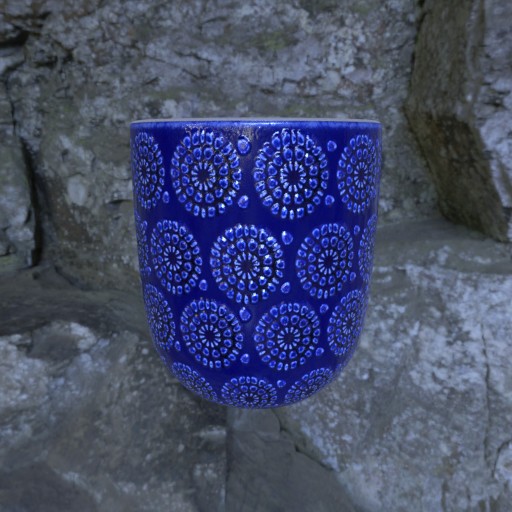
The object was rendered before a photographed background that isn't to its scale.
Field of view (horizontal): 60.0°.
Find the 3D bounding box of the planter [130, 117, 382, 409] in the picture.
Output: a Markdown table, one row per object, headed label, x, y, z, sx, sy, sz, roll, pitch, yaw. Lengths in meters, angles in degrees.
| label | x | y | z | sx | sy | sz | roll | pitch | yaw |
| --- | --- | --- | --- | --- | --- | --- | --- | --- | --- |
| planter | 0.000 | 0.000 | 0.357 | 0.184 | 0.206 | 0.184 | 0 | 15 | 0 |
